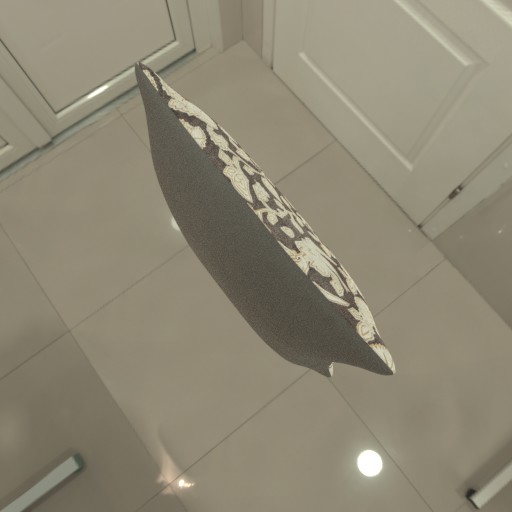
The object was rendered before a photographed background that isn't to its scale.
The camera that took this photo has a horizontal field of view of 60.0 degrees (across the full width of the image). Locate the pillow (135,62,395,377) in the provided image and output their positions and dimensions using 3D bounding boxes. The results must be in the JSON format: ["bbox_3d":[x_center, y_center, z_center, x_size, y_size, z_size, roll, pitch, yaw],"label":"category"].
[{"bbox_3d":[0.000,0.000,0.794,0.166,0.507,0.526,-37,77,-10],"label":"pillow"}]
